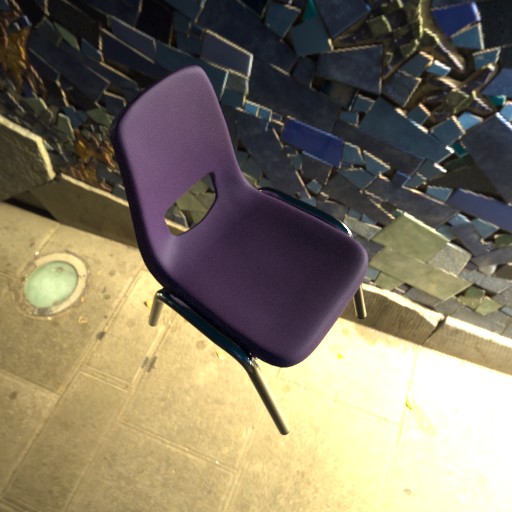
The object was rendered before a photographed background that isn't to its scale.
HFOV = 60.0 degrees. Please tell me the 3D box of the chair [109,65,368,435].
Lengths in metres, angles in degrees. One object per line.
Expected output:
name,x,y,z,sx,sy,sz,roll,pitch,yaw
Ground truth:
chair,0.000,0.000,0.837,0.419,0.584,0.356,32,62,19
